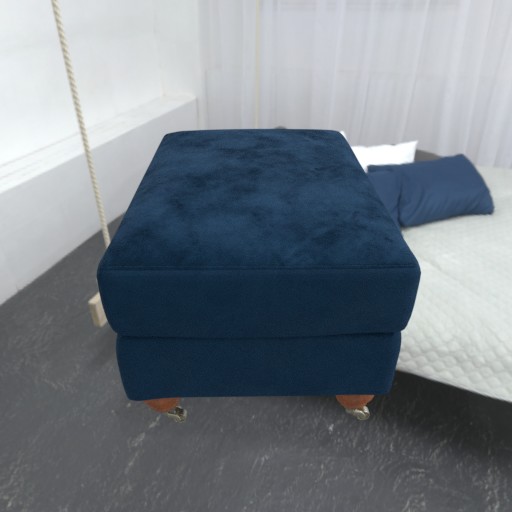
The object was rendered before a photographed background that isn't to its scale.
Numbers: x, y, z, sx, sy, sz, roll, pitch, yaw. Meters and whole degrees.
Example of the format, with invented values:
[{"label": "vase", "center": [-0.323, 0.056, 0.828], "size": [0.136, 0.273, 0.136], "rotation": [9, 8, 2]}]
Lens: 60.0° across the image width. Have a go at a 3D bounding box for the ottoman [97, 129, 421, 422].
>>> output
[{"label": "ottoman", "center": [0.000, 0.000, 1.156], "size": [0.572, 0.503, 0.773], "rotation": [0, 33, -1]}]
